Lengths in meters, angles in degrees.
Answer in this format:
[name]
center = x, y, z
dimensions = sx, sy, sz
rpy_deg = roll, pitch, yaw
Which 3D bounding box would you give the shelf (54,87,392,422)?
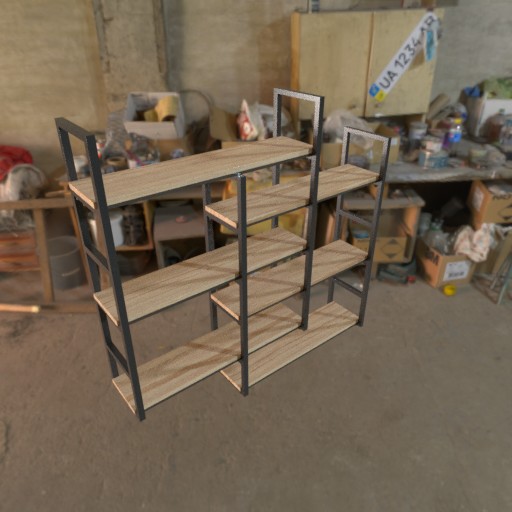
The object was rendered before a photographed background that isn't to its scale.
[shelf]
center = 0.000, 0.000, 1.351
dimensions = 0.946, 0.921, 0.183
rpy_deg = -22, 36, -33
